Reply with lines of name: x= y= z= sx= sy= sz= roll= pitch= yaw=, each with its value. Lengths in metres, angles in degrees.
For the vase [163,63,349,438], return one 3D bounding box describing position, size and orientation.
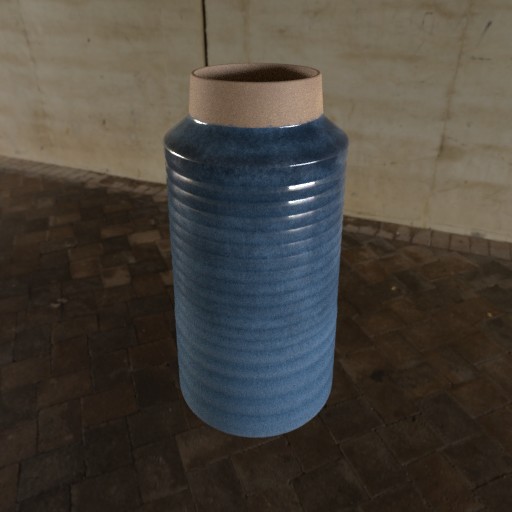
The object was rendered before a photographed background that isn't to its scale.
vase: x=0.000 y=0.000 z=0.407 sx=0.163 sy=0.316 sz=0.163 roll=0 pitch=31 yaw=0
